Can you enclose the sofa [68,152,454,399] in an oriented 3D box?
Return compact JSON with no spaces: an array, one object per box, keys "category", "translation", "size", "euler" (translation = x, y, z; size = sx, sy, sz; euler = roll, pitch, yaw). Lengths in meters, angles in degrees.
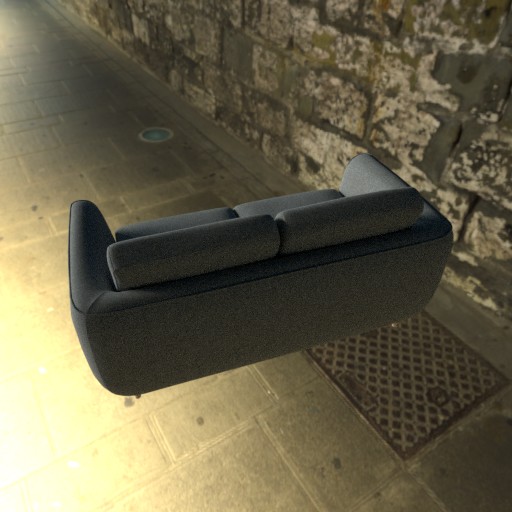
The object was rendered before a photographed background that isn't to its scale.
[{"category":"sofa","translation":[0.000,0.000,2.206],"size":[1.700,0.870,0.920],"euler":[-12,41,-14]}]
